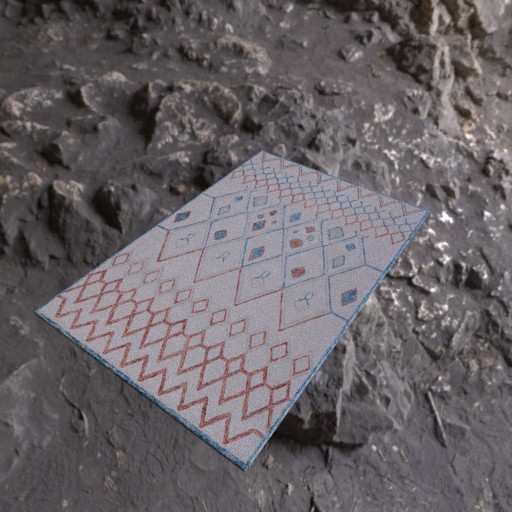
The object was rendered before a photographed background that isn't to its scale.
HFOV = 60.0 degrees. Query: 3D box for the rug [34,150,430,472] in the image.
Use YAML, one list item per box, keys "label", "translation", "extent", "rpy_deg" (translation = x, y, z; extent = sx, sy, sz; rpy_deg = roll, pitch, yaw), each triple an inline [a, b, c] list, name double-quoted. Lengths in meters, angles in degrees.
- label: "rug"
  translation: [0.000, 0.000, 2.331]
  extent: [1.219, 0.016, 1.829]
  rpy_deg: [26, 49, 25]
